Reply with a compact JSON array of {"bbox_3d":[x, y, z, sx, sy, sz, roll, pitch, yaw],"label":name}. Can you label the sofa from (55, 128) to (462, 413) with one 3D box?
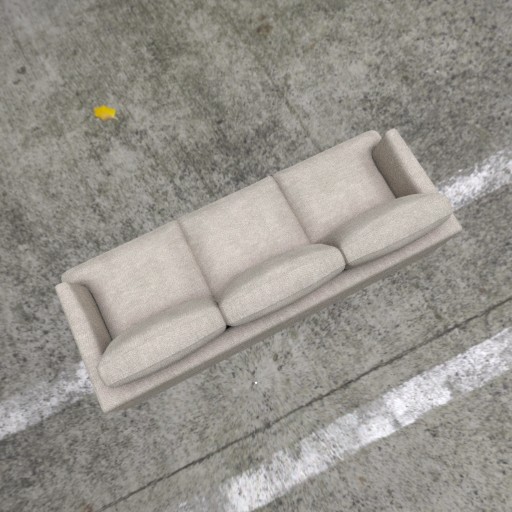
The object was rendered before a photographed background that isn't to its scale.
[{"bbox_3d":[0.000,0.000,2.711,2.246,0.930,0.903,-26,76,-7],"label":"sofa"}]
